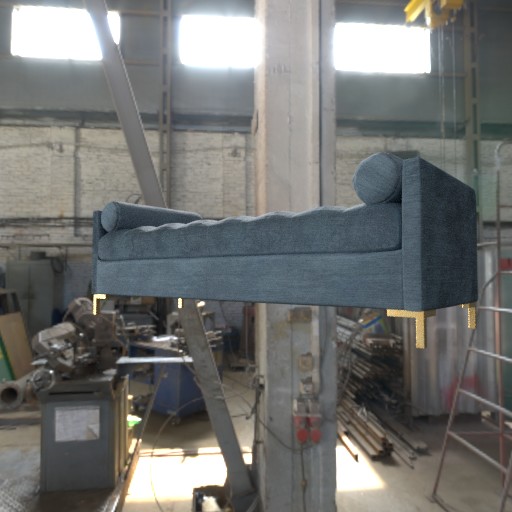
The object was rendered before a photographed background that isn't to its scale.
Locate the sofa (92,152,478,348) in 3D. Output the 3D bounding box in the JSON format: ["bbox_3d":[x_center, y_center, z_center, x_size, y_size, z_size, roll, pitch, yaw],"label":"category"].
[{"bbox_3d":[0.000,0.000,2.449,2.102,0.705,0.796,-2,-3,39],"label":"sofa"}]
